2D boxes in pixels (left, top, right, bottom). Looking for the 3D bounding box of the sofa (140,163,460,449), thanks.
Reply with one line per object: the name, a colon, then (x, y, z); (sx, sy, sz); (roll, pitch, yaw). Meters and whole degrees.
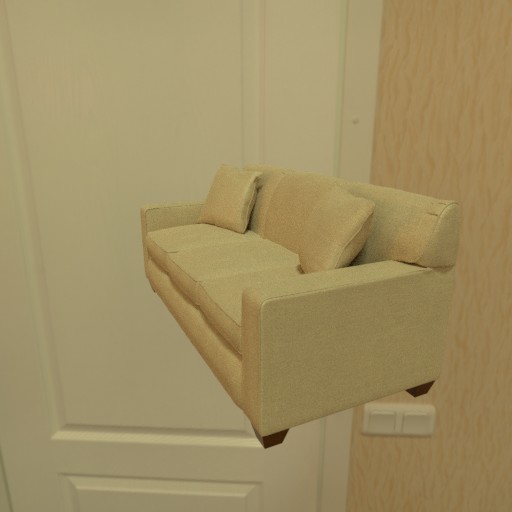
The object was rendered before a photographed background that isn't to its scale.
sofa: (0.000, 0.000, 2.618); (0.997, 0.958, 2.024); (-8, 19, -24)
